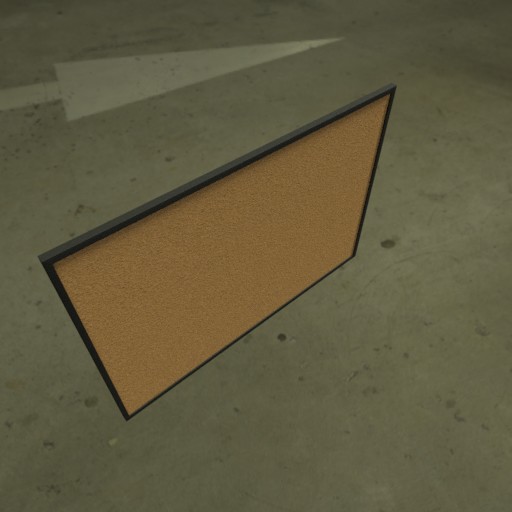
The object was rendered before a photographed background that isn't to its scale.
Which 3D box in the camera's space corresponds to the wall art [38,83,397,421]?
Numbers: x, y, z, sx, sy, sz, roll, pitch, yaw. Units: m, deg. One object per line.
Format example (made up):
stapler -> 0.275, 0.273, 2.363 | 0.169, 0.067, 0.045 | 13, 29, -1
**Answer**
wall art -> 0.000, 0.000, 0.832 | 0.664, 0.458, 0.013 | -32, 55, -26
